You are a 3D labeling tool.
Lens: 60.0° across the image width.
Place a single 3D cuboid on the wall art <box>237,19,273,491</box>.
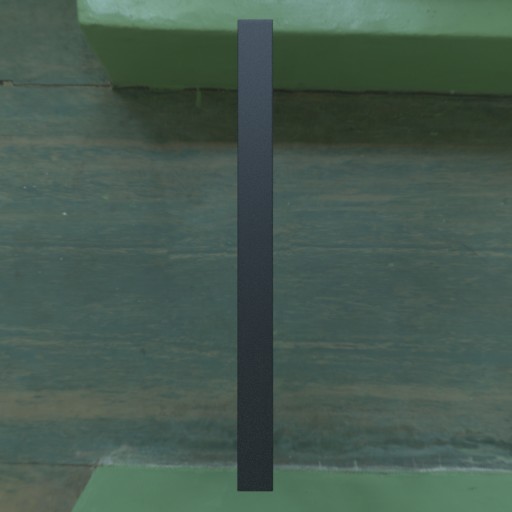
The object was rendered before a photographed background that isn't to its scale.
[{"bbox_3d":[0.000,0.000,0.857,0.051,0.456,0.671,0,89,0],"label":"wall art"}]
